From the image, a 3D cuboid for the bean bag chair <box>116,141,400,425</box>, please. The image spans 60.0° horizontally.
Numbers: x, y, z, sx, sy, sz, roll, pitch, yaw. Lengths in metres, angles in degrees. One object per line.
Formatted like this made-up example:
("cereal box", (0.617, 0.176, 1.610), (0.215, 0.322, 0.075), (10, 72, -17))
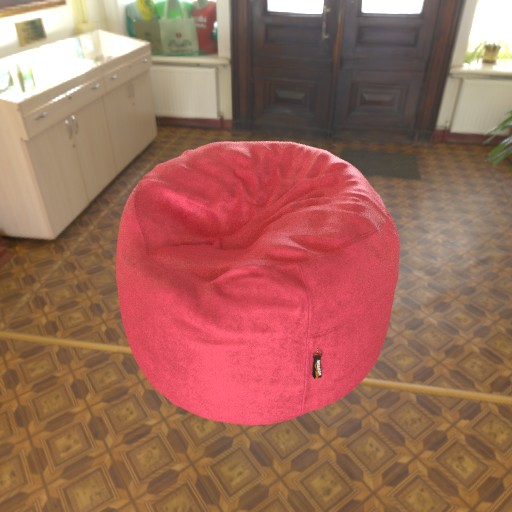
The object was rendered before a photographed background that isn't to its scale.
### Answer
("bean bag chair", (0.000, 0.000, 1.959), (1.218, 0.788, 1.218), (0, 34, 0))
